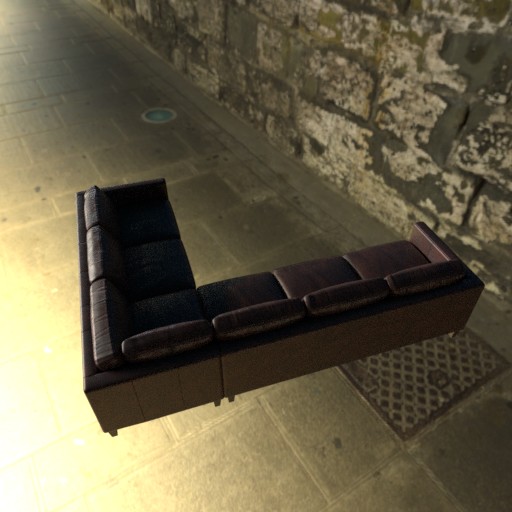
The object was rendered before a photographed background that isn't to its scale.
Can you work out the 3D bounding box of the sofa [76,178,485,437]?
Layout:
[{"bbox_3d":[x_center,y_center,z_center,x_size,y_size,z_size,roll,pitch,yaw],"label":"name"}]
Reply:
[{"bbox_3d":[0.000,0.000,4.271,3.152,0.836,2.438,-12,43,-13],"label":"sofa"}]
